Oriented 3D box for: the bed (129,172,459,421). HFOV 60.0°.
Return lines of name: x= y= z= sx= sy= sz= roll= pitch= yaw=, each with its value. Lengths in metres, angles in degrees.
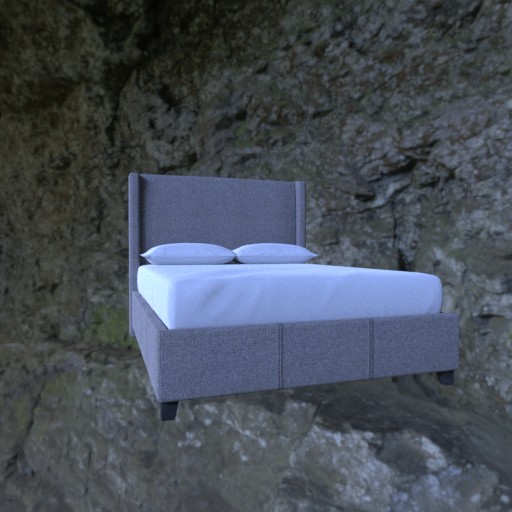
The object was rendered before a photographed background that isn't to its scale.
bed: x=0.000 y=0.000 z=3.318 sx=1.714 sy=1.476 sz=2.245 roll=0 pitch=1 yaw=-19
